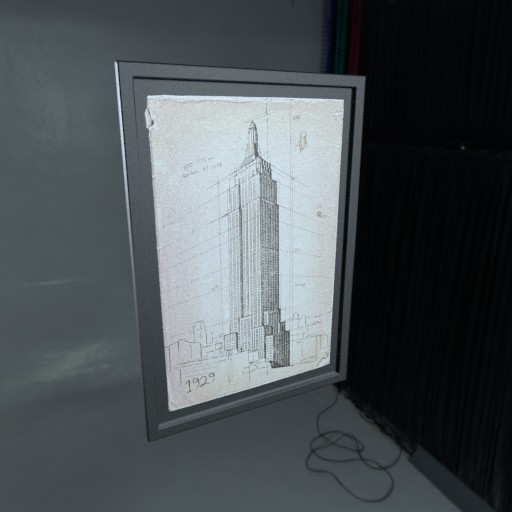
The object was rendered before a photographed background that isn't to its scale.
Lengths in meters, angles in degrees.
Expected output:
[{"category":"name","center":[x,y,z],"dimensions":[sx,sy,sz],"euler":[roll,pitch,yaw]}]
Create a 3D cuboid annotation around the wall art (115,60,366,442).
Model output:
[{"category":"wall art","center":[0.000,0.000,0.553],"dimensions":[0.303,0.431,0.013],"euler":[-8,18,-26]}]
